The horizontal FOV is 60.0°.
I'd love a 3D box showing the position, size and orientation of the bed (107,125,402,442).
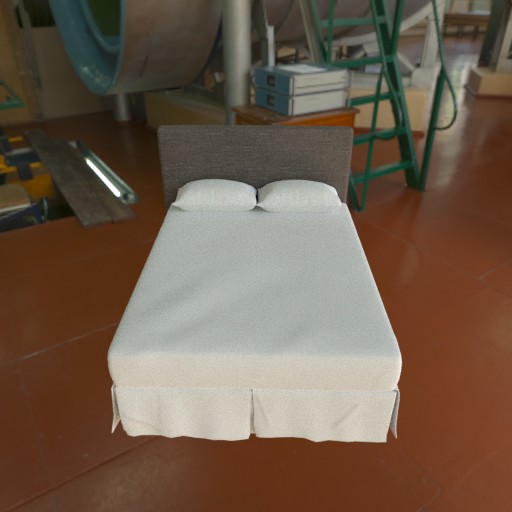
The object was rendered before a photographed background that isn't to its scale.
[{"bbox_3d":[0.000,0.000,3.199,1.723,1.330,2.142,1,31,1],"label":"bed"}]
